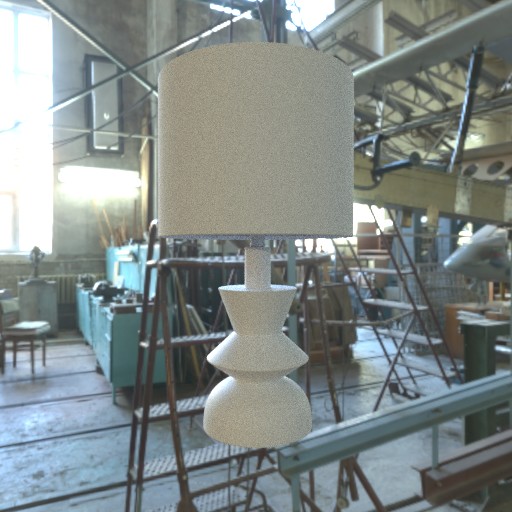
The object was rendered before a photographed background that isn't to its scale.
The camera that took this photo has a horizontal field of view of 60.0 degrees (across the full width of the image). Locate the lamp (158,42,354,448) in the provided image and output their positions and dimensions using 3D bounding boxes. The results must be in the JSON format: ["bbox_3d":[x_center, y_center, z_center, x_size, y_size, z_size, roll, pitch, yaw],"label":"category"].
[{"bbox_3d":[0.000,0.000,0.700,0.301,0.533,0.301,0,1,19],"label":"lamp"}]
